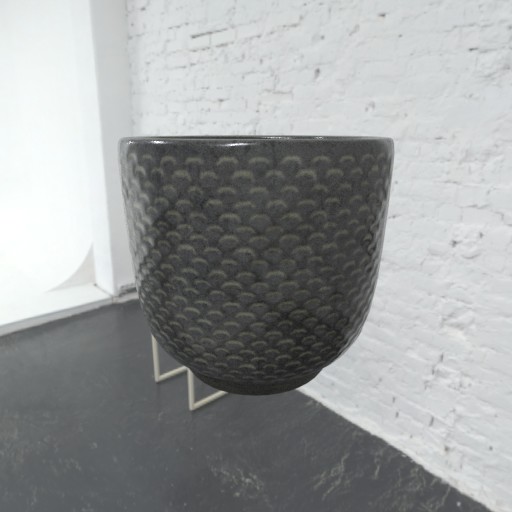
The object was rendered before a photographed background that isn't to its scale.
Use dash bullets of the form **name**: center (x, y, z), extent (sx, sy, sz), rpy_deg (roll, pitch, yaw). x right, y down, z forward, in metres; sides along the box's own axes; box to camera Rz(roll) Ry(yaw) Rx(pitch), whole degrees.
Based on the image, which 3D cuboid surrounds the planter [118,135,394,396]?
- **planter**: center (0.000, 0.000, 0.249), extent (0.140, 0.129, 0.140), rpy_deg (0, 16, 0)
